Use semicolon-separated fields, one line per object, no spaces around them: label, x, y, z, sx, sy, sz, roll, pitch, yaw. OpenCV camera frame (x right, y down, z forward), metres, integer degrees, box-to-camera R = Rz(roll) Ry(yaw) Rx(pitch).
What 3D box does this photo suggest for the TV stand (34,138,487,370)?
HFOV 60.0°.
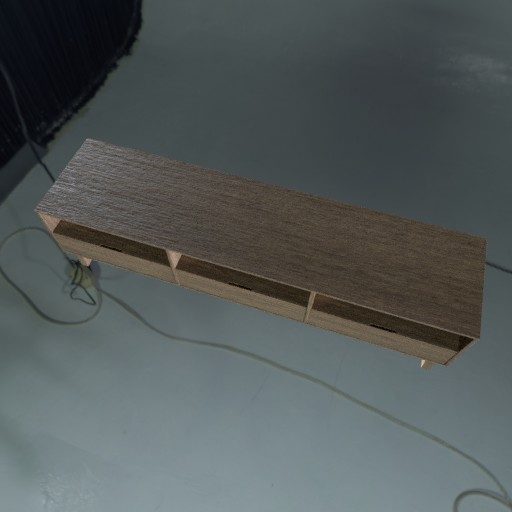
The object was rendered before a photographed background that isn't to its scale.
TV stand;0.000;0.000;1.664;1.482;0.409;0.366;16;60;9
